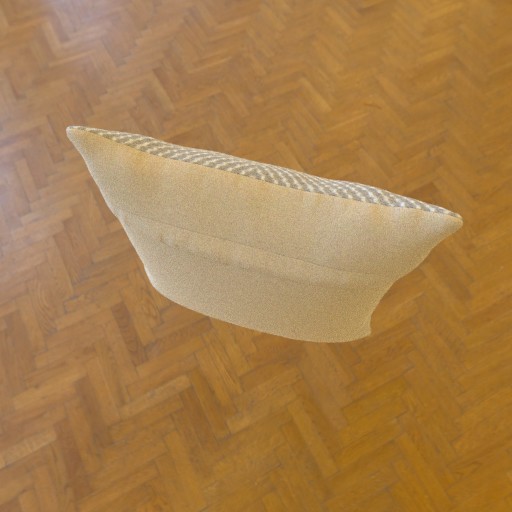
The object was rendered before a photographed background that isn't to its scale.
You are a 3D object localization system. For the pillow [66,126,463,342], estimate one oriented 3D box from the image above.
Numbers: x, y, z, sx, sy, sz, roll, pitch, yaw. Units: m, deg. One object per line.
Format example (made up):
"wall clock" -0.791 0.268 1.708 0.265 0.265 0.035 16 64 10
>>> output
"pillow" 0.000 0.000 0.694 0.459 0.458 0.181 14 64 7
